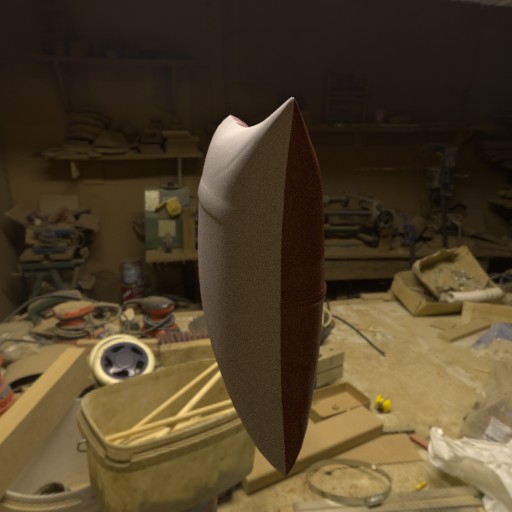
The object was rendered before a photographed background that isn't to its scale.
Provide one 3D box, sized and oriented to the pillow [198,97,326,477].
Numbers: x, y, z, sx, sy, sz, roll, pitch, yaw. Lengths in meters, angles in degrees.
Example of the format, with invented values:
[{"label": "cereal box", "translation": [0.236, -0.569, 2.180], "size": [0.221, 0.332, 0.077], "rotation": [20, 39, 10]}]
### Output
[{"label": "pillow", "translation": [0.000, 0.000, 0.756], "size": [0.192, 0.477, 0.501], "rotation": [-3, 16, -10]}]
